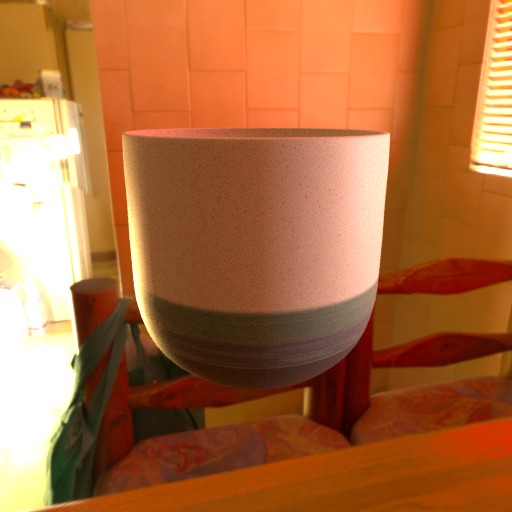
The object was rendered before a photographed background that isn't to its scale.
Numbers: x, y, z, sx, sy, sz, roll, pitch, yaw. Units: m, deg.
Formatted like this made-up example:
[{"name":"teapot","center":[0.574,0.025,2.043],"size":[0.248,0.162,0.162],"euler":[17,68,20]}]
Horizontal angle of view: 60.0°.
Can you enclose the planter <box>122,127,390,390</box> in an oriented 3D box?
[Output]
[{"name":"planter","center":[0.000,0.000,0.498],"size":[0.268,0.270,0.268],"euler":[0,18,0]}]
